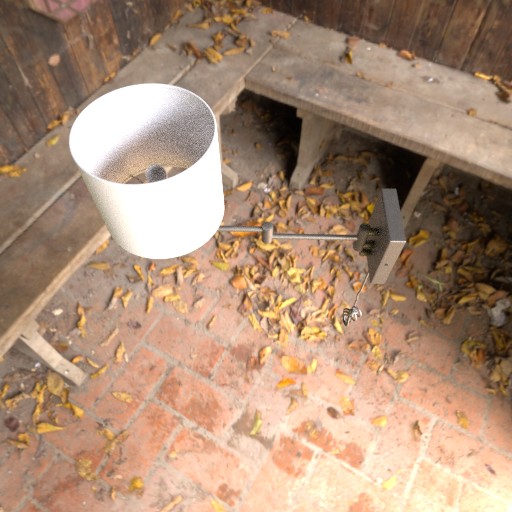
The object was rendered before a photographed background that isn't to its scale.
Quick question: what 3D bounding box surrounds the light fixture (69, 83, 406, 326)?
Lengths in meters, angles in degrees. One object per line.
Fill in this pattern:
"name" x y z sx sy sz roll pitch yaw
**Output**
"light fixture" 0.000 0.000 0.891 0.516 0.651 0.203 1 58 1
